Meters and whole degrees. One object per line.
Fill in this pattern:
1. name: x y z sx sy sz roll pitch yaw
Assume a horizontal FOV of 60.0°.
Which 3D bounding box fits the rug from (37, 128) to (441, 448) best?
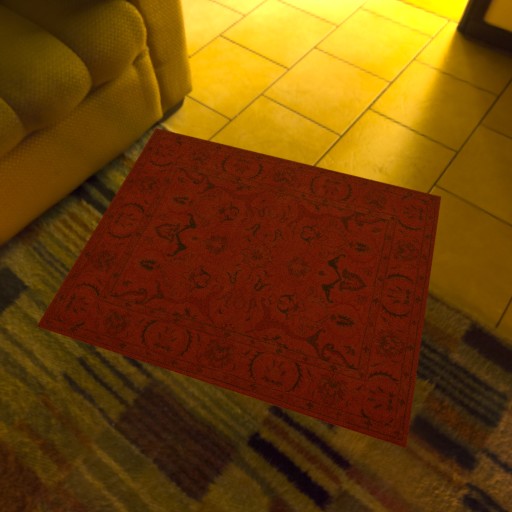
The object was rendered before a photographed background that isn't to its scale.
1. rug: 0.000 0.000 3.850 2.929 0.012 2.300 16 61 9
